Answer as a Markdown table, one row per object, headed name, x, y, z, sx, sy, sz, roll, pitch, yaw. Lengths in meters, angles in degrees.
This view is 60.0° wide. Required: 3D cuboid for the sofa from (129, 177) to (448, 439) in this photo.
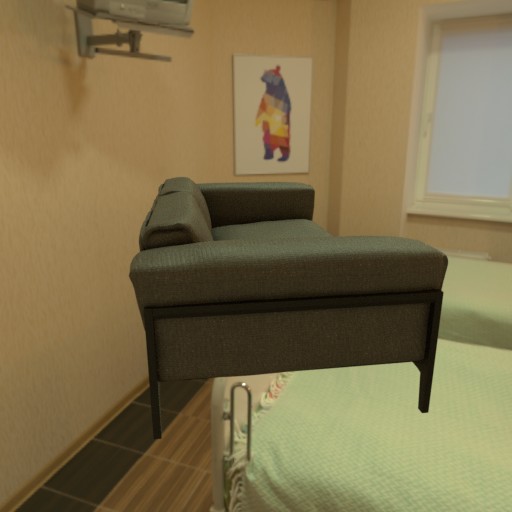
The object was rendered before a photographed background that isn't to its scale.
| name | x | y | z | sx | sy | sz | roll | pitch | yaw |
| --- | --- | --- | --- | --- | --- | --- | --- | --- | --- |
| sofa | 0.000 | 0.000 | 2.122 | 0.960 | 0.656 | 1.690 | -2 | 16 | -8 |
